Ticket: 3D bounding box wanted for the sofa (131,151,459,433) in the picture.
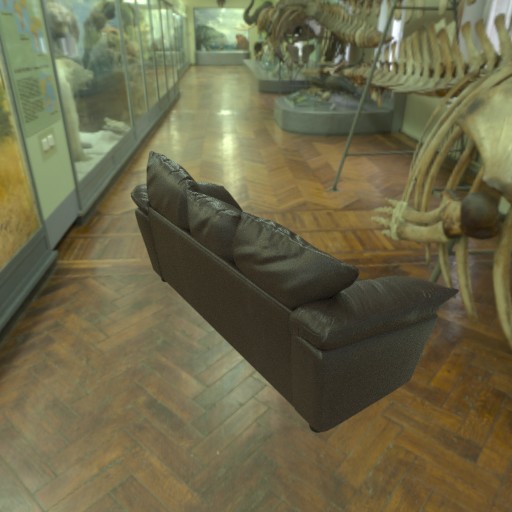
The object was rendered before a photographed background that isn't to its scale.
[{"bbox_3d":[0.000,0.000,2.986,0.907,1.091,2.390,-17,31,-30],"label":"sofa"}]
